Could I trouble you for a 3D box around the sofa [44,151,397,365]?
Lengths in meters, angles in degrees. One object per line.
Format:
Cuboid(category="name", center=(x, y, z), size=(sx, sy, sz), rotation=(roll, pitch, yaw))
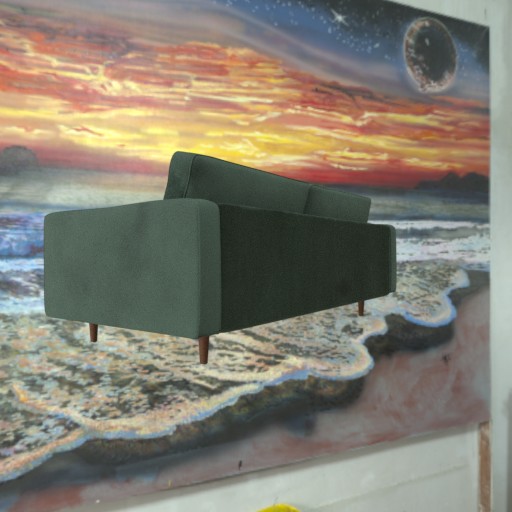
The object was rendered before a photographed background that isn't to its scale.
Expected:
Cuboid(category="sofa", center=(0.000, 0.000, 2.363), size=(0.916, 0.772, 1.880), rotation=(0, 1, 36))
